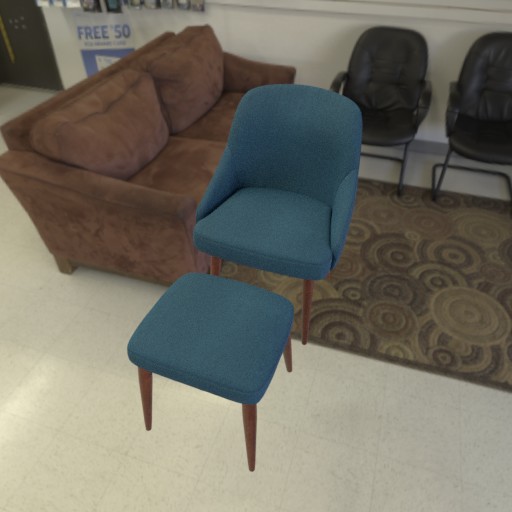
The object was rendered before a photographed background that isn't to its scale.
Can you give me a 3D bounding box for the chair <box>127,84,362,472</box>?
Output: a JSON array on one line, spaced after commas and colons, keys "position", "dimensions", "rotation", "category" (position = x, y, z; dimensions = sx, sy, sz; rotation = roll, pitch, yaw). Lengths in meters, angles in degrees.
[{"position": [0.000, 0.000, 1.621], "dimensions": [0.584, 0.866, 1.114], "rotation": [14, 43, 16], "category": "chair"}]
